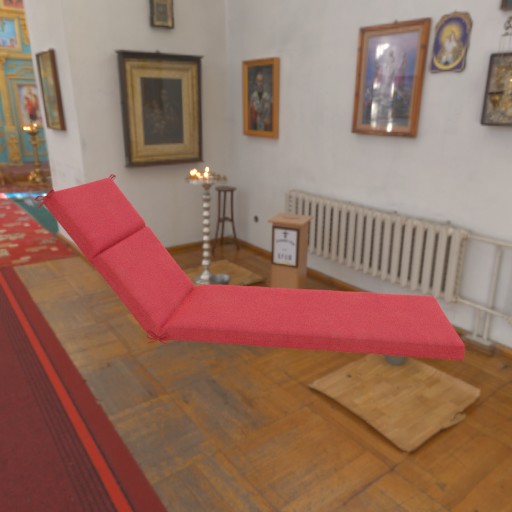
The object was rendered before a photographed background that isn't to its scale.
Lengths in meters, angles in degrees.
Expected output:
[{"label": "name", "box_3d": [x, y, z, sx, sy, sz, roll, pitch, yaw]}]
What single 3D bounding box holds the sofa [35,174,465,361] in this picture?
[{"label": "sofa", "box_3d": [0.000, 0.000, 1.930, 1.663, 0.622, 0.582, 2, 17, 8]}]
